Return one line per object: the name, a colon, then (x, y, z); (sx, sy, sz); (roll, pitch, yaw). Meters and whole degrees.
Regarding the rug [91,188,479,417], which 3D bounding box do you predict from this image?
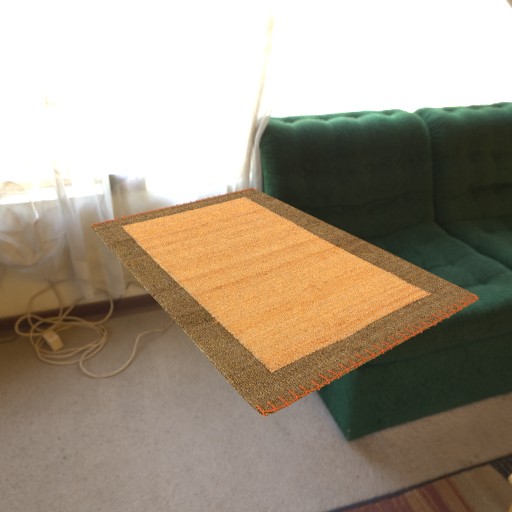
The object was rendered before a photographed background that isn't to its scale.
rug: (0.000, 0.000, 2.354); (1.220, 0.019, 1.838); (-18, 33, -30)
